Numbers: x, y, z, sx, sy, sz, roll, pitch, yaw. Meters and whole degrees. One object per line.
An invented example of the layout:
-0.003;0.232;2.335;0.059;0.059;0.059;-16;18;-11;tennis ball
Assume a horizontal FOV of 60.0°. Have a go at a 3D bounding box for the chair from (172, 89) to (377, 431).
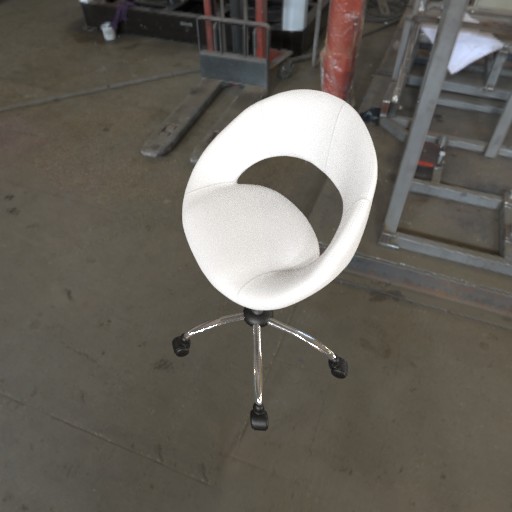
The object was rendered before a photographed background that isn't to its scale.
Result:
0.000;0.000;1.209;0.538;0.791;0.612;-18;48;-17;chair
